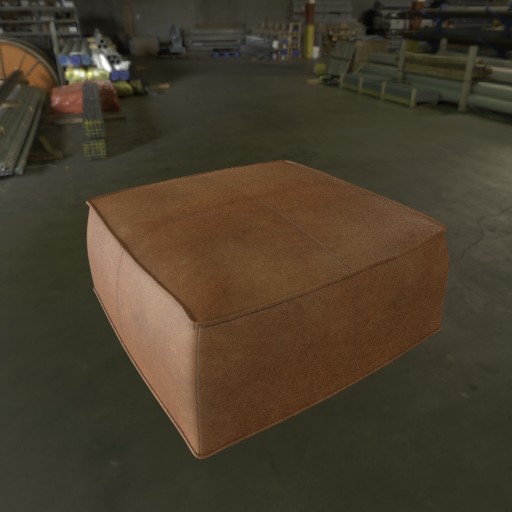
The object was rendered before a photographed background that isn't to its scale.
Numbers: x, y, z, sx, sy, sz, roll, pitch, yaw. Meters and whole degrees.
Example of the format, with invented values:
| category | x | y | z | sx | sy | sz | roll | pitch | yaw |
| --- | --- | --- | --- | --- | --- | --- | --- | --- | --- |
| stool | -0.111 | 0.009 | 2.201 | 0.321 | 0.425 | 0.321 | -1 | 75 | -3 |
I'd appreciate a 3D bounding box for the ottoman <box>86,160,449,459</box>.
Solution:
| category | x | y | z | sx | sy | sz | roll | pitch | yaw |
| --- | --- | --- | --- | --- | --- | --- | --- | --- | --- |
| ottoman | 0.000 | 0.000 | 1.412 | 0.902 | 0.395 | 0.901 | -18 | 34 | -29 |
